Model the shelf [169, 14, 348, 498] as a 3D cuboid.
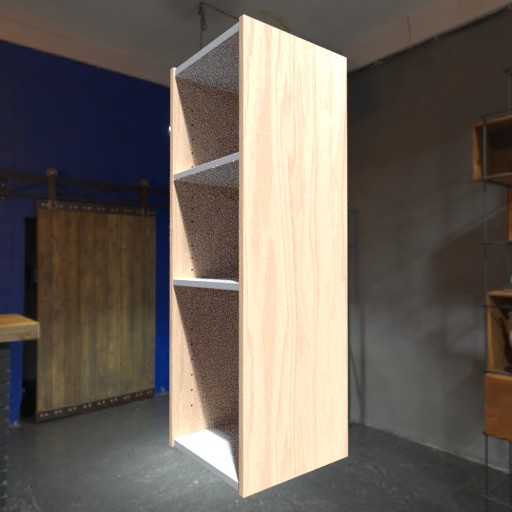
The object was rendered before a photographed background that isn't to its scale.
[{"bbox_3d":[0.000,0.000,1.031,0.290,0.900,0.300,1,-1,-38],"label":"shelf"}]
